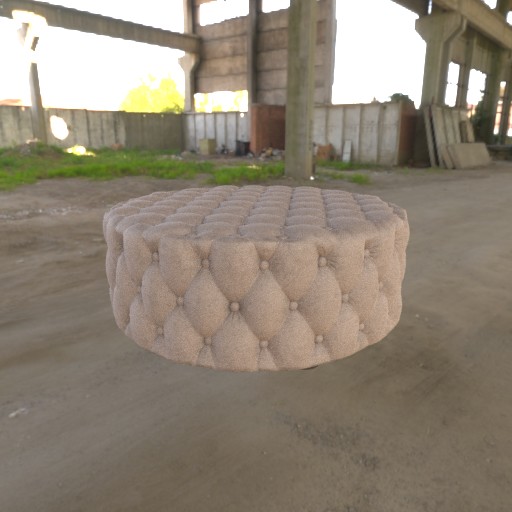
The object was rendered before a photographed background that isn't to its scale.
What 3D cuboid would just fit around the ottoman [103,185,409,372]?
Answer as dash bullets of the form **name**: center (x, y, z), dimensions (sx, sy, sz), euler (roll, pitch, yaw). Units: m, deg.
- **ottoman**: center (0.000, 0.000, 1.541), dimensions (0.998, 0.399, 0.998), euler (0, 16, 0)
